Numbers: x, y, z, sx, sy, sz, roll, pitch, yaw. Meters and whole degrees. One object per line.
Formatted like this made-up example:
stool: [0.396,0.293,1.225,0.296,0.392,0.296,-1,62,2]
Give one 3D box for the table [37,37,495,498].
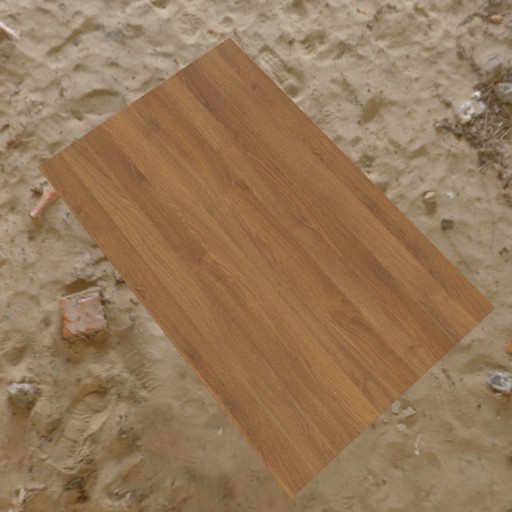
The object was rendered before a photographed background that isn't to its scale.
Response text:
table: [0.000,0.000,1.414,0.700,0.442,1.100,-39,78,-10]
